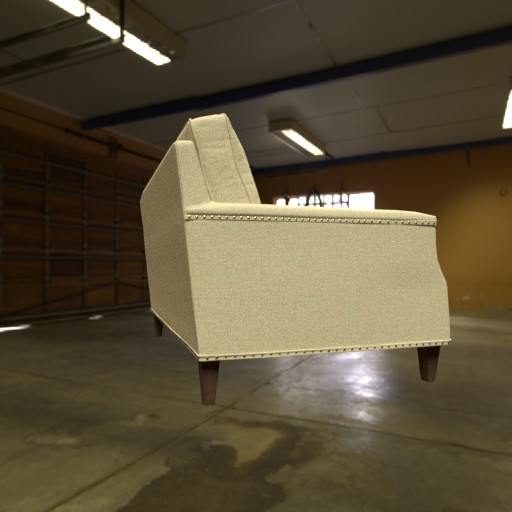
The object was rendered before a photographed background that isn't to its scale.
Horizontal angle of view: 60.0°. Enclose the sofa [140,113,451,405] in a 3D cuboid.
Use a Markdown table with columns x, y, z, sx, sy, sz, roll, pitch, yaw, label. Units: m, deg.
| x | y | z | sx | sy | sz | roll | pitch | yaw | label |
| --- | --- | --- | --- | --- | --- | --- | --- | --- | --- |
| 0.000 | 0.000 | 2.286 | 1.084 | 1.003 | 1.597 | 0 | -1 | -19 | sofa |
